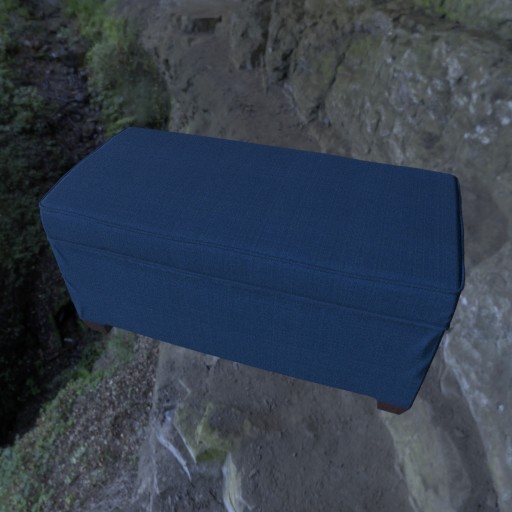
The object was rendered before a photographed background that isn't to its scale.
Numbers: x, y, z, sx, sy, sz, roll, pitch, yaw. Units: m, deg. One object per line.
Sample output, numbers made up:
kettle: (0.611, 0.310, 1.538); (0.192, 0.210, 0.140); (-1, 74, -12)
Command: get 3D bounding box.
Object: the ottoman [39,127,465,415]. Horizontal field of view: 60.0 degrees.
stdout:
ottoman: (0.000, 0.000, 1.199); (0.943, 0.474, 0.474); (12, 43, 13)
